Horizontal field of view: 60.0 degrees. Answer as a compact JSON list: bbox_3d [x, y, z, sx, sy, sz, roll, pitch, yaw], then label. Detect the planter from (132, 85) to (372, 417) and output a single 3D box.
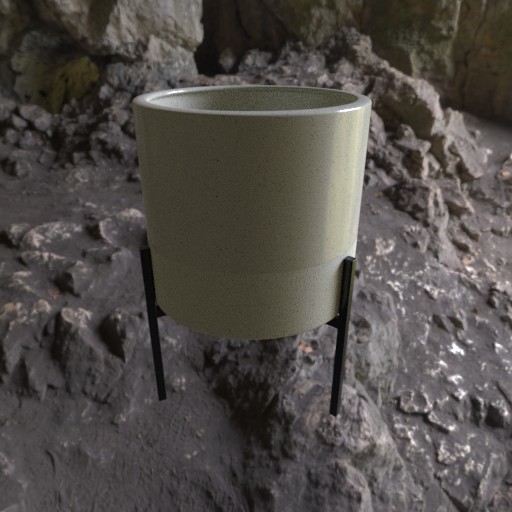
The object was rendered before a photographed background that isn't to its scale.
[{"bbox_3d":[0.000,0.000,0.337,0.159,0.230,0.152,18,31,32],"label":"planter"}]
